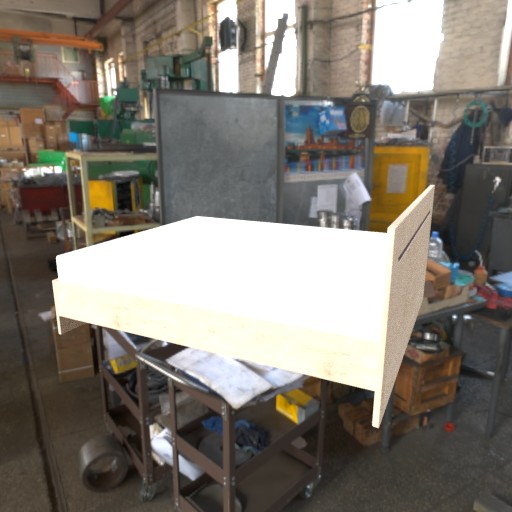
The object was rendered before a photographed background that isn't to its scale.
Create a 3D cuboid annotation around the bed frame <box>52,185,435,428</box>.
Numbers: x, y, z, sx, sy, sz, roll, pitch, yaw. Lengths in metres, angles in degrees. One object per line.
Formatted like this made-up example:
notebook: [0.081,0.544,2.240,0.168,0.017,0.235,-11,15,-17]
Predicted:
bed frame: [0.000,0.000,3.064,2.080,0.900,1.800,7,17,25]
